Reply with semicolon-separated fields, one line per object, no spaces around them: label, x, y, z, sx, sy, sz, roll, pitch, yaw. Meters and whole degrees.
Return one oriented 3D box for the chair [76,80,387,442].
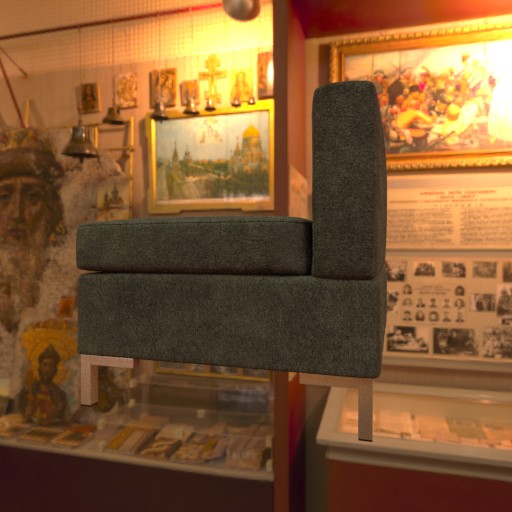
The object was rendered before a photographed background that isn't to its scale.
chair;0.000;0.000;1.202;0.680;0.660;0.680;0;1;17
